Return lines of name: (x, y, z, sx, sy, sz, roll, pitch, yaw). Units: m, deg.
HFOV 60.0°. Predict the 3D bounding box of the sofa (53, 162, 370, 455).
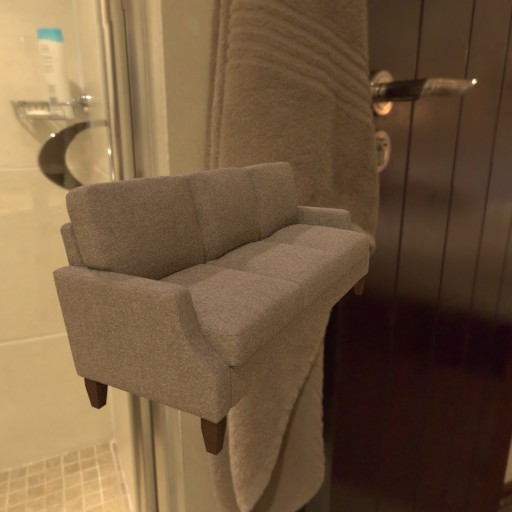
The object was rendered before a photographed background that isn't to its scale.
sofa: (0.000, 0.000, 2.597, 0.888, 0.984, 2.115, 8, 17, 27)
